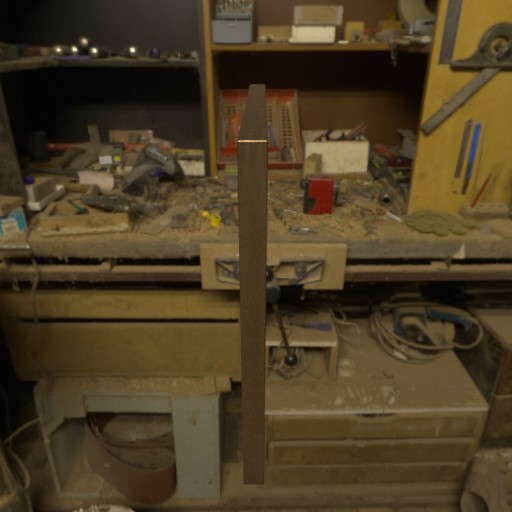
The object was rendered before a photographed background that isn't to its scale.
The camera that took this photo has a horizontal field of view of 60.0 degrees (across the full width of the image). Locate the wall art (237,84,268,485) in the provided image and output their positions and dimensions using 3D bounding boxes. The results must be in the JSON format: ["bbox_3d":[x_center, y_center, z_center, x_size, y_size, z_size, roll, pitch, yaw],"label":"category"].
[{"bbox_3d":[0.000,0.000,0.767,0.030,0.506,0.503,0,27,1],"label":"wall art"}]
